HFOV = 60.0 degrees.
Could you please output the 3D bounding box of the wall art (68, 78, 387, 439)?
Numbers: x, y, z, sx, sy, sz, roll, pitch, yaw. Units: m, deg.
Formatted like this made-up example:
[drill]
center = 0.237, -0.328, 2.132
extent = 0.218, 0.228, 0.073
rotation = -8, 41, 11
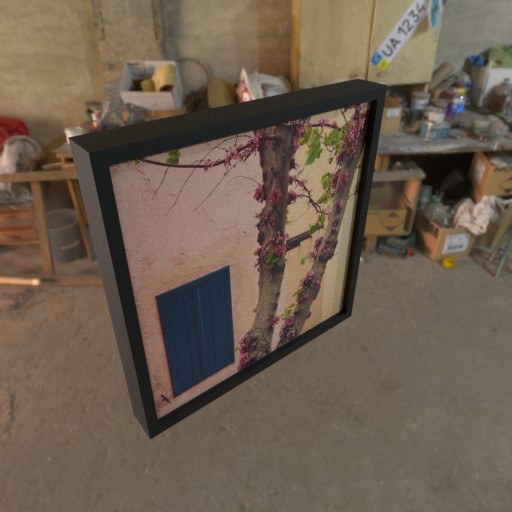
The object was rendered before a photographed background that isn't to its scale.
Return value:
[wall art]
center = 0.000, 0.000, 0.459
extent = 0.305, 0.304, 0.038
rotation = -24, 40, -31
